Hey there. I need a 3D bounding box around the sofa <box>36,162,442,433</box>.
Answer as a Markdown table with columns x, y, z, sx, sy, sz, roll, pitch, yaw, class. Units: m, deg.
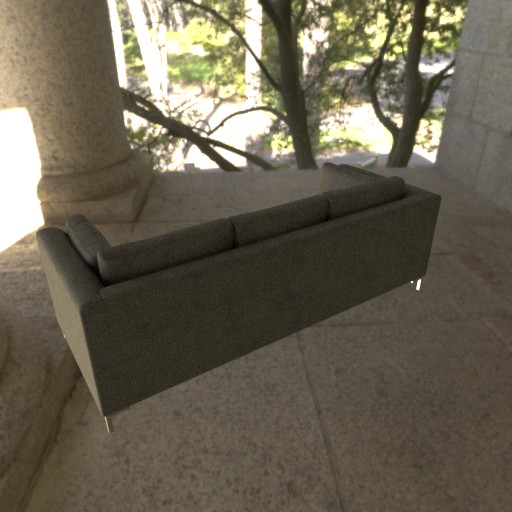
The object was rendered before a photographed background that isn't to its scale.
| x | y | z | sx | sy | sz | roll | pitch | yaw | class |
| --- | --- | --- | --- | --- | --- | --- | --- | --- | --- |
| 0.000 | 0.000 | 2.921 | 2.415 | 0.867 | 0.969 | -17 | 33 | -30 | sofa |
